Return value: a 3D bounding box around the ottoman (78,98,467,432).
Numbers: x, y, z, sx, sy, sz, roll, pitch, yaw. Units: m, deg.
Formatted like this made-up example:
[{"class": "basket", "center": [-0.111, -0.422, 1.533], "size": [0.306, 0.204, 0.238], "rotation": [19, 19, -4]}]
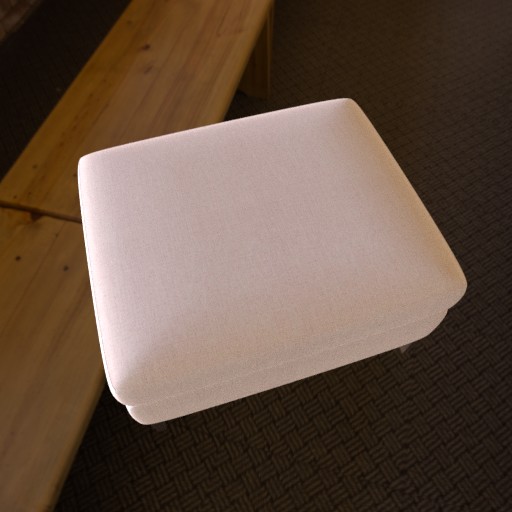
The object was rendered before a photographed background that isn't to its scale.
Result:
[{"class": "ottoman", "center": [0.000, 0.000, 1.190], "size": [0.794, 0.453, 0.657], "rotation": [-15, 60, -9]}]
